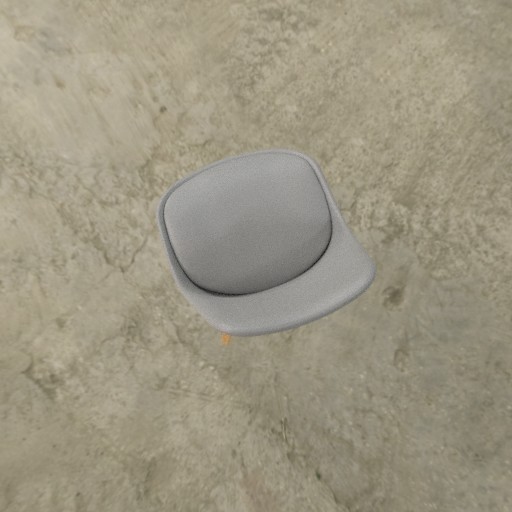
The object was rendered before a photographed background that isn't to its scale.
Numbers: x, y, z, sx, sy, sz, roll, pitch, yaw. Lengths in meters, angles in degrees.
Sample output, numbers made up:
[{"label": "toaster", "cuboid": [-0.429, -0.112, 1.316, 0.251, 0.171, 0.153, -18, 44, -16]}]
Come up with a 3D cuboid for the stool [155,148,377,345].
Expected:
[{"label": "stool", "cuboid": [0.000, 0.000, 1.392, 0.485, 1.115, 0.550, -19, 77, -5]}]
